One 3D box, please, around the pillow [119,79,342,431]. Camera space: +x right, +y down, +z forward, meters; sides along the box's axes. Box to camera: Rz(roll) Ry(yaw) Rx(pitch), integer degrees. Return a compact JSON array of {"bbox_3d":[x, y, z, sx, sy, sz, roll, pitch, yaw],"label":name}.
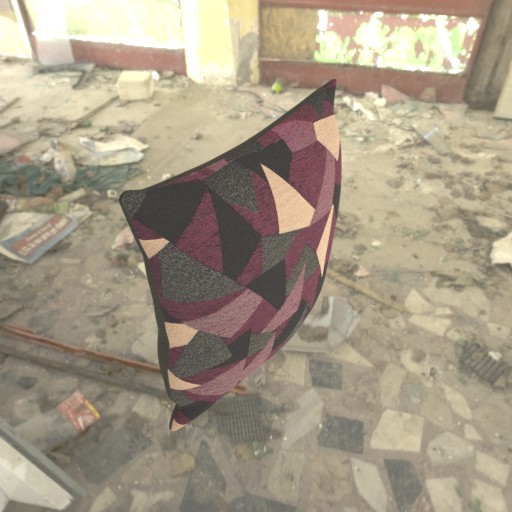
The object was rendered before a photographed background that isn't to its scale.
[{"bbox_3d":[0.000,0.000,0.788,0.208,0.496,0.503,26,47,27],"label":"pillow"}]
